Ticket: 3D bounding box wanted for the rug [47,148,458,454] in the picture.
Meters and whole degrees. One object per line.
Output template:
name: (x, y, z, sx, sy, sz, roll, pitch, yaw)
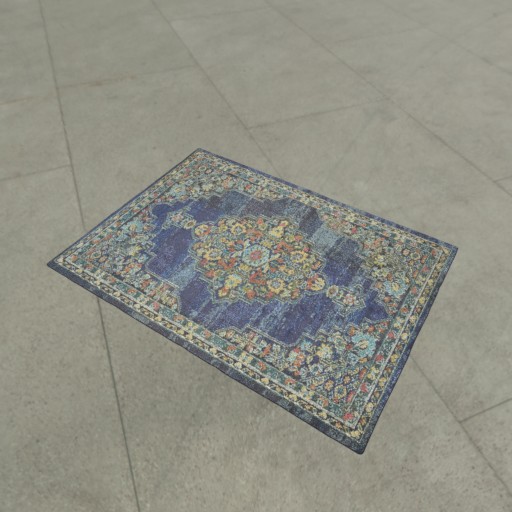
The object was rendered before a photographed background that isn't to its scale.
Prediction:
rug: (0.000, 0.000, 2.950, 2.232, 0.009, 1.630, 25, 52, 22)
